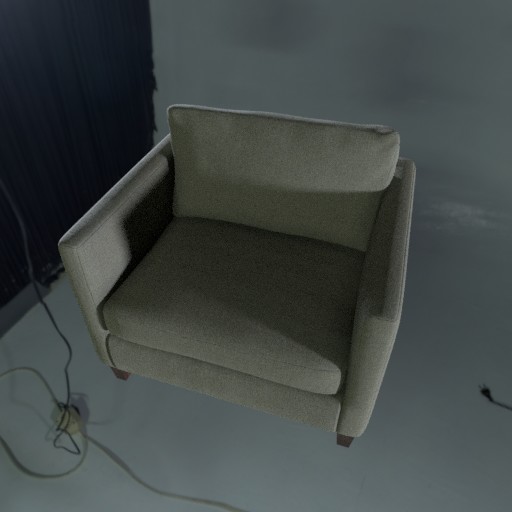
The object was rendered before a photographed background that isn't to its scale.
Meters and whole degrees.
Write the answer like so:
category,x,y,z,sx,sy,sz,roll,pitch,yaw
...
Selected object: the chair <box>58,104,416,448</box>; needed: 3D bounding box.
category,x,y,z,sx,sy,sz,roll,pitch,yaw
chair,0.000,0.000,1.784,1.107,0.963,0.959,12,42,13
